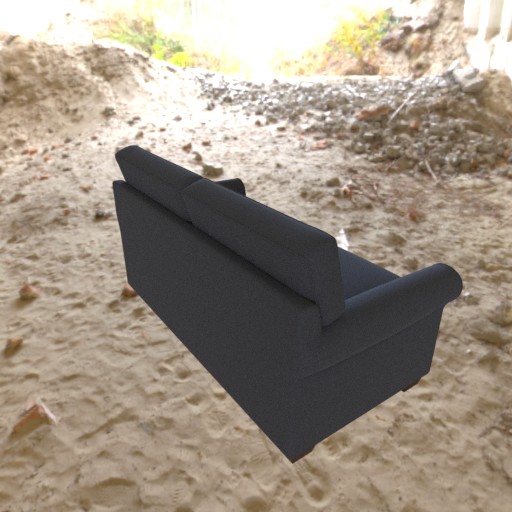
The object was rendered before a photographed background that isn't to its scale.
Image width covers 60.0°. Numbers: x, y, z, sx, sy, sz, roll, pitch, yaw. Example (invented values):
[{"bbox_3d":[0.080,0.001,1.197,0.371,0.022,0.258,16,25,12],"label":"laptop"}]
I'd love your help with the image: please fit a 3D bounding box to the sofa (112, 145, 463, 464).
[{"bbox_3d":[0.000,0.000,2.486,0.940,1.020,1.930,-17,31,-31],"label":"sofa"}]
